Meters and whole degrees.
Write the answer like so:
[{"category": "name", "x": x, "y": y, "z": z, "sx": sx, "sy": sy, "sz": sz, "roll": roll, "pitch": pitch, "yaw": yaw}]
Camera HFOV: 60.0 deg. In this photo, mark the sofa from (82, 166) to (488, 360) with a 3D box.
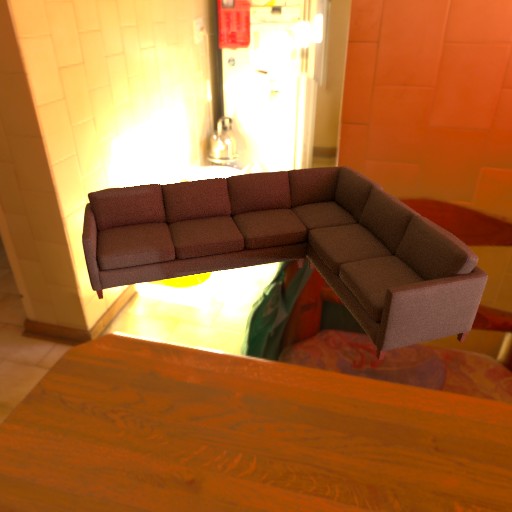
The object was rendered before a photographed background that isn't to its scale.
[{"category": "sofa", "x": 0.000, "y": 0.000, "z": 4.428, "sx": 3.302, "sy": 0.947, "sz": 2.593, "roll": -8, "pitch": 31, "yaw": -14}]
